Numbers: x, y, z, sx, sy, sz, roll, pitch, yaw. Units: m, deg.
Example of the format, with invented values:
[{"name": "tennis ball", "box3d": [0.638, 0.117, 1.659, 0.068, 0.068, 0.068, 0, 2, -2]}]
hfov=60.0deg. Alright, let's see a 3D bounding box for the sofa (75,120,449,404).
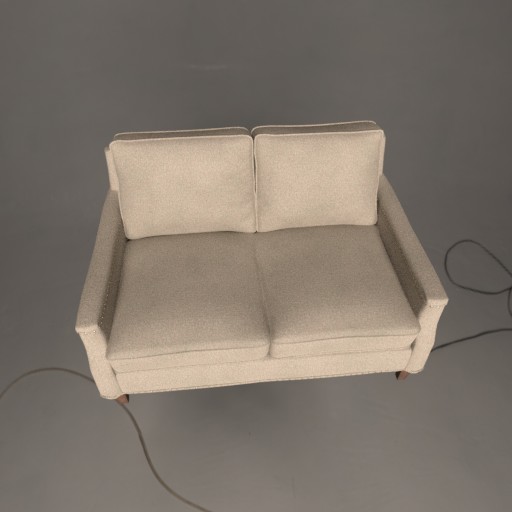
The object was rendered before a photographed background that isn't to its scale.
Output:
[{"name": "sofa", "box3d": [0.000, 0.000, 2.265, 1.597, 1.003, 1.084, -4, 47, -4]}]
